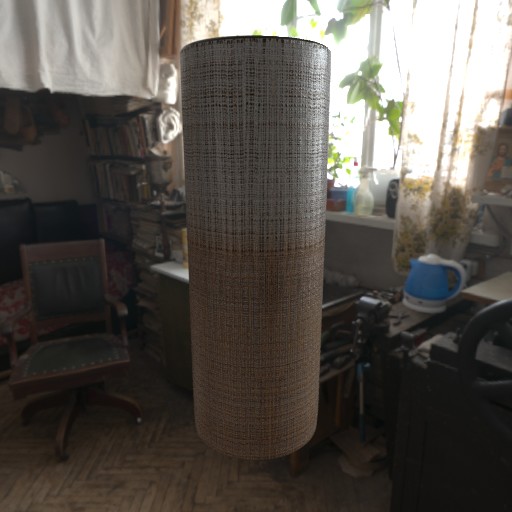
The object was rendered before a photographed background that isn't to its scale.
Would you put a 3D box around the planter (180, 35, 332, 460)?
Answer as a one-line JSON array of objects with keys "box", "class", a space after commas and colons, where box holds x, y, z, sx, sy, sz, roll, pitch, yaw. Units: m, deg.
[{"box": [0.000, 0.000, 0.326, 0.099, 0.278, 0.099, 2, 15, 8], "class": "planter"}]
